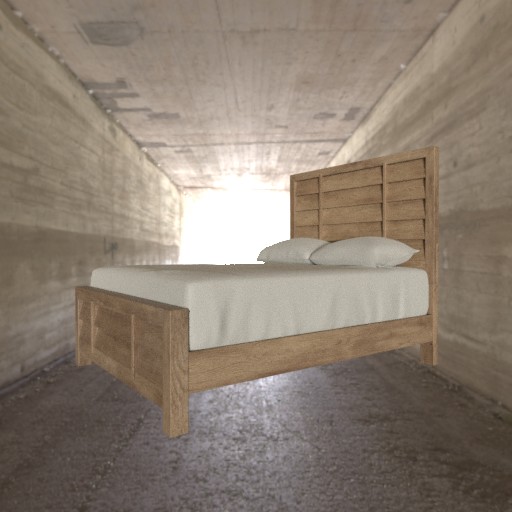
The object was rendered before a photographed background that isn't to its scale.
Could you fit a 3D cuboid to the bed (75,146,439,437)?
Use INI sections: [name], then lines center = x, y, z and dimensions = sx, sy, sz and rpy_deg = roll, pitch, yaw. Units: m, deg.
[bed]
center = 0.000, 0.000, 3.312
dimensions = 2.197, 1.626, 1.626
rpy_deg = -1, 1, -36
